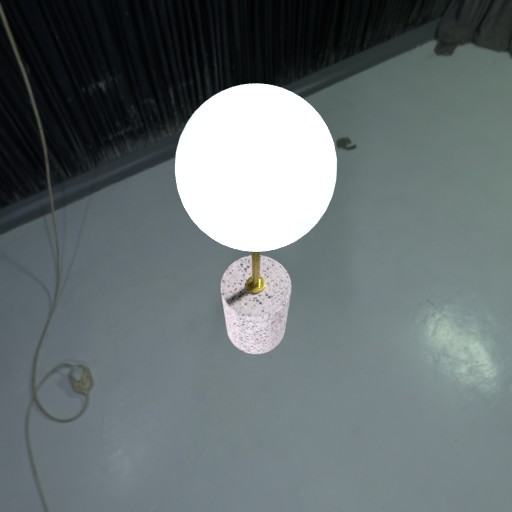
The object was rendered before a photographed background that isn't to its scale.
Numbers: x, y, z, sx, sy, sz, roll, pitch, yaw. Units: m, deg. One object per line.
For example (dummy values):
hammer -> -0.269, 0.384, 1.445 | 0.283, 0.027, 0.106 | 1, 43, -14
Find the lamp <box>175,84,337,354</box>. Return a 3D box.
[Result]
lamp -> 0.000, 0.000, 0.566 | 0.153, 0.480, 0.153 | 0, 59, 0
